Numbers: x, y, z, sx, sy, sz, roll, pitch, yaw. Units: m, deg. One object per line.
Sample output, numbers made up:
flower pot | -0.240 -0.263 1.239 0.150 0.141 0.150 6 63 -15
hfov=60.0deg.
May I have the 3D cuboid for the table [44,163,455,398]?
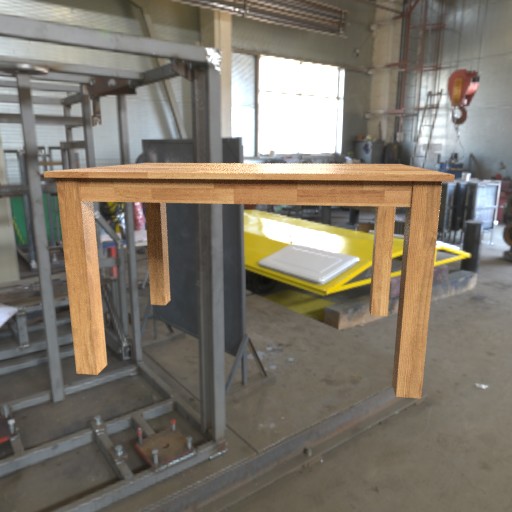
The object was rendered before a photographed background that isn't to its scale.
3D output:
table | 0.000 0.000 1.906 1.300 0.750 0.900 2 14 8
